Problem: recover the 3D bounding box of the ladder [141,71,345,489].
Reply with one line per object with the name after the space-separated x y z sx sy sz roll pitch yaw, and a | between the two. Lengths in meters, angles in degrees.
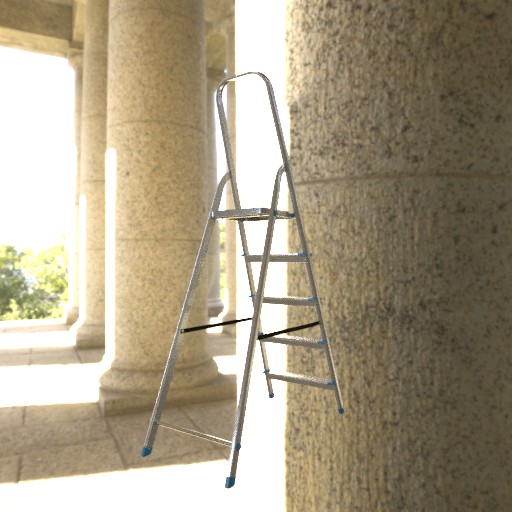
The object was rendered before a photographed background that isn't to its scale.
0.000 0.000 2.099 0.468 1.648 0.990 -1 -1 35 | ladder
